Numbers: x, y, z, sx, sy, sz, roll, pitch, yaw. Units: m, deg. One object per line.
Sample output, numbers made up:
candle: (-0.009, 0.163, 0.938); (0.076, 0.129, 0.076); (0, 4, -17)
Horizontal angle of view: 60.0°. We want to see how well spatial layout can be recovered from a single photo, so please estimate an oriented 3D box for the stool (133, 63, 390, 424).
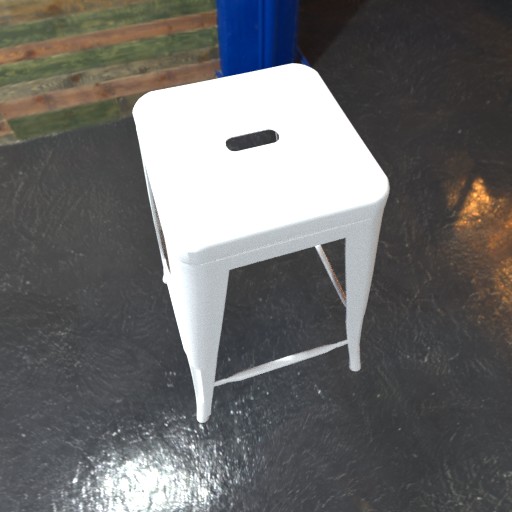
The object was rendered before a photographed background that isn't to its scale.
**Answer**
stool: (0.000, 0.000, 0.882); (0.406, 0.610, 0.406); (-15, 58, -10)
